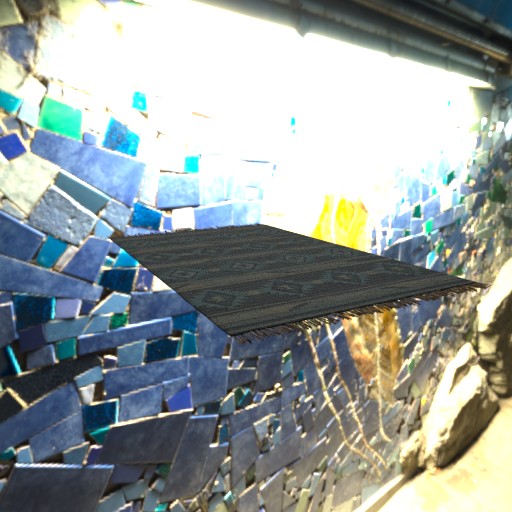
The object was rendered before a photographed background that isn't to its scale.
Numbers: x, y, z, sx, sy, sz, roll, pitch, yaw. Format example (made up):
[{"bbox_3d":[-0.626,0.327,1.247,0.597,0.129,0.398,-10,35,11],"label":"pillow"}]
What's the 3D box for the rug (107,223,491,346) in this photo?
[{"bbox_3d":[0.000,0.000,2.383,1.181,0.028,1.936,-7,15,-28],"label":"rug"}]
